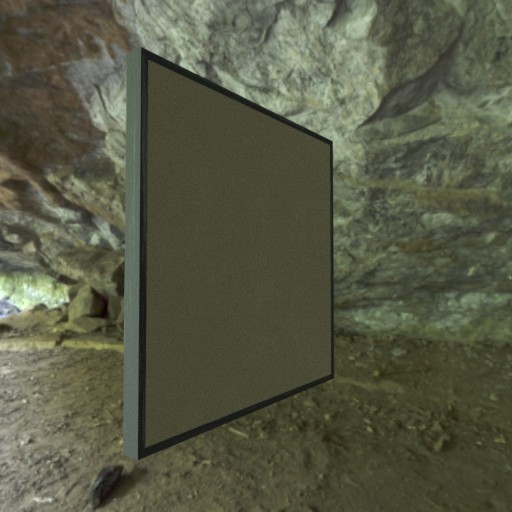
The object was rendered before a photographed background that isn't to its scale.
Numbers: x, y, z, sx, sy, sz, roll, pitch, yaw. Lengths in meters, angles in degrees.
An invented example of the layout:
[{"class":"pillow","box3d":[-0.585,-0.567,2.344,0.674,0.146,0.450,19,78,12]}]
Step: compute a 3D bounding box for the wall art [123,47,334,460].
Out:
[{"class":"wall art","box3d":[0.000,0.000,1.128,0.043,0.758,0.762,-1,-2,37]}]
